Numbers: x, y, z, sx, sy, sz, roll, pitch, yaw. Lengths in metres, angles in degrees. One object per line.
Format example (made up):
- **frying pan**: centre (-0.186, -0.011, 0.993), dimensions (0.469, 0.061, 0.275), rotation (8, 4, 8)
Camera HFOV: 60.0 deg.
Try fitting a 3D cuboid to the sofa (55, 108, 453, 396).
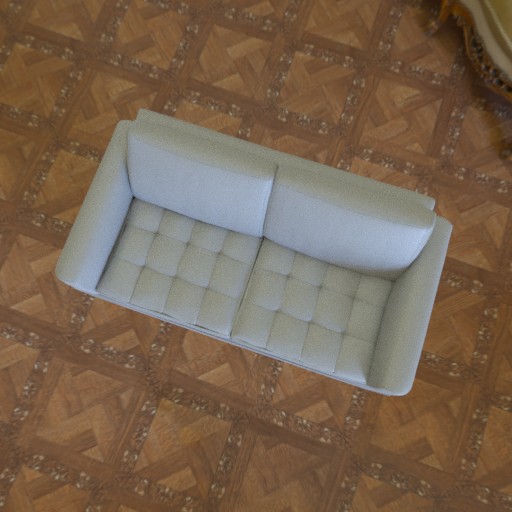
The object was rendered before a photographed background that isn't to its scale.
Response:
- **sofa**: centre (0.000, 0.000, 2.734), dimensions (2.177, 0.930, 1.121), rotation (18, 78, 4)
